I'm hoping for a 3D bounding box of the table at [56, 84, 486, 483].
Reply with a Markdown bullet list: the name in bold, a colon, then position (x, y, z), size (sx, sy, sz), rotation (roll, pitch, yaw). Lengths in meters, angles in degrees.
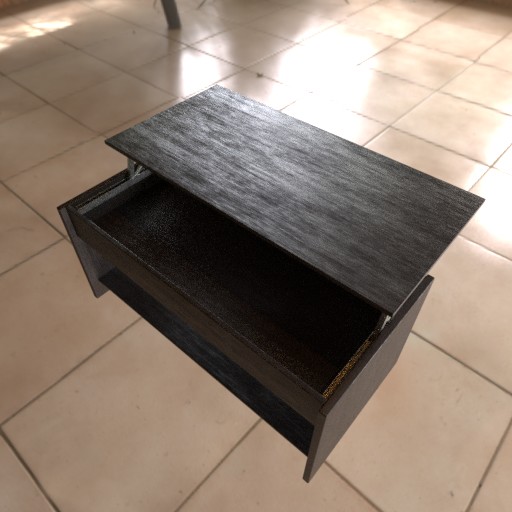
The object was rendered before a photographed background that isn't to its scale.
- **table**: position (0.000, 0.000, 1.424), size (1.000, 0.570, 0.712), rotation (32, 55, 27)
